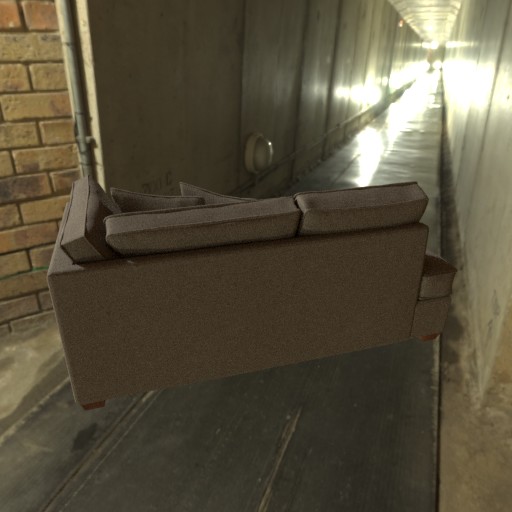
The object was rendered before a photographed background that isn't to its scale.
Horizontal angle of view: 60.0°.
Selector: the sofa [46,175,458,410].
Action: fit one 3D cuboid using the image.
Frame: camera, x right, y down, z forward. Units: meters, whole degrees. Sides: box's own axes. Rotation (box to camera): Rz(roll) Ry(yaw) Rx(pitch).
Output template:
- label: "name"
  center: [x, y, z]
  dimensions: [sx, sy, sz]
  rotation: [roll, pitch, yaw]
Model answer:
- label: "sofa"
  center: [0.000, 0.000, 2.811]
  dimensions: [2.237, 1.033, 1.110]
  rotation: [-7, 27, -15]
